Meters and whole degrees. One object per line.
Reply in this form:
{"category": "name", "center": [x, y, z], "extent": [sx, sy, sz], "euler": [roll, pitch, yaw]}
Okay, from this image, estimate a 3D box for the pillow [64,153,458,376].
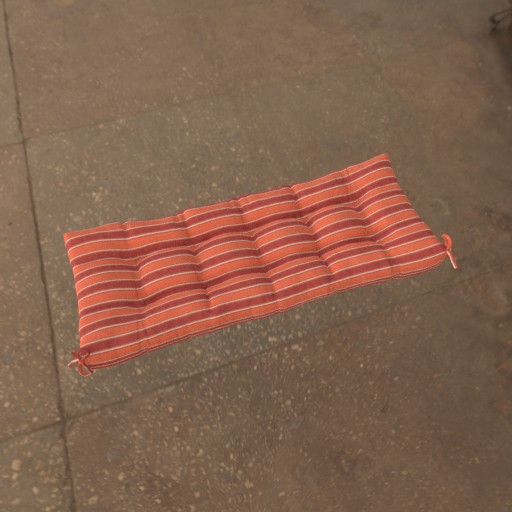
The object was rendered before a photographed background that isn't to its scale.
{"category": "pillow", "center": [0.000, 0.000, 1.374], "extent": [1.194, 0.174, 0.511], "euler": [-15, 59, -9]}
